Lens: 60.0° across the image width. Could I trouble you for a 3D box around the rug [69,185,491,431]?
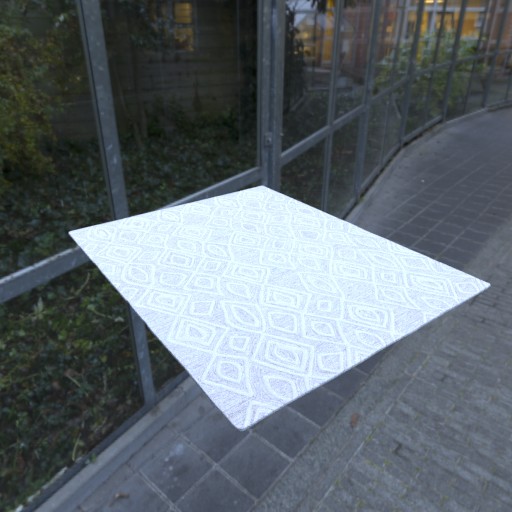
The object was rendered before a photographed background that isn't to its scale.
[{"bbox_3d":[0.000,0.000,3.984,2.449,0.025,3.049,-19,33,-32],"label":"rug"}]
